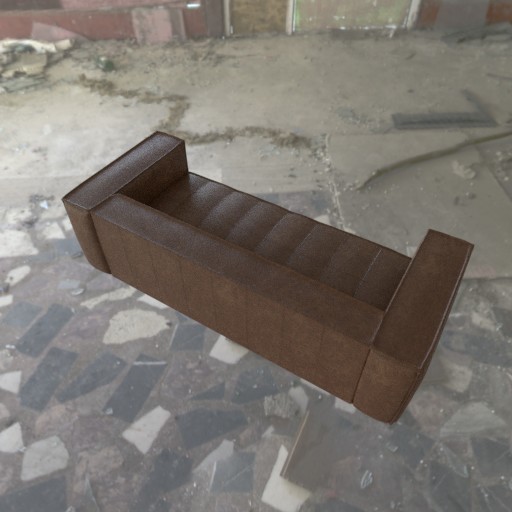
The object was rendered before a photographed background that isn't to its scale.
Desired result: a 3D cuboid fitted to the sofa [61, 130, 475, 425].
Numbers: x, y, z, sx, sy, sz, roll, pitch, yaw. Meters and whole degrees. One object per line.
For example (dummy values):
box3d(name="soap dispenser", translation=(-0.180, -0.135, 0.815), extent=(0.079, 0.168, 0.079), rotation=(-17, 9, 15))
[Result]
box3d(name="sofa", translation=(0.000, 0.000, 3.133), extent=(2.581, 0.701, 1.102), rotation=(24, 51, 21))
